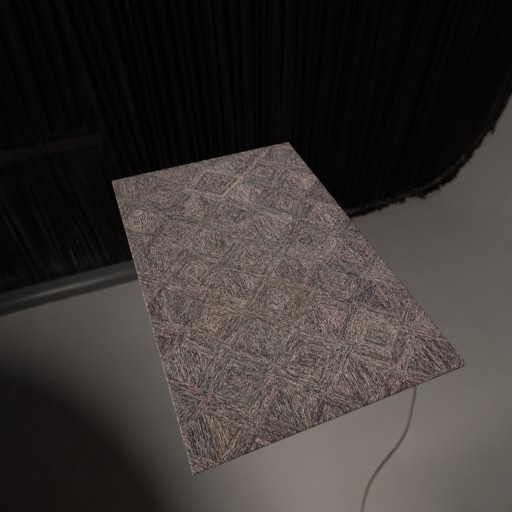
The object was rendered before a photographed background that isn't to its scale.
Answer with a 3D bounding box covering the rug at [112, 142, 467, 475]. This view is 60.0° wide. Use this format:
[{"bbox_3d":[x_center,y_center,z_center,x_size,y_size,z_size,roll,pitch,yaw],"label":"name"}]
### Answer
[{"bbox_3d":[0.000,0.000,2.896,1.501,0.017,2.298,-16,49,-14],"label":"rug"}]
